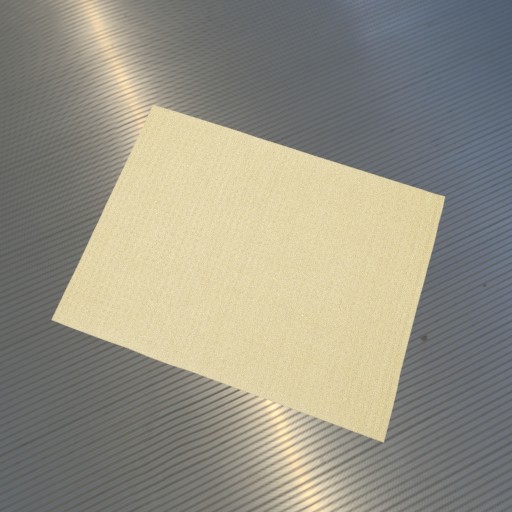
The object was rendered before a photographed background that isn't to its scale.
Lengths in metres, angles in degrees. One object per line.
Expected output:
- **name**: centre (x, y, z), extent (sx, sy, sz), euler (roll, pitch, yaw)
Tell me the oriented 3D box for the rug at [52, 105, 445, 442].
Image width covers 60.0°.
- **rug**: centre (0.000, 0.000, 4.299), extent (3.204, 0.016, 2.452), euler (19, 75, 5)
